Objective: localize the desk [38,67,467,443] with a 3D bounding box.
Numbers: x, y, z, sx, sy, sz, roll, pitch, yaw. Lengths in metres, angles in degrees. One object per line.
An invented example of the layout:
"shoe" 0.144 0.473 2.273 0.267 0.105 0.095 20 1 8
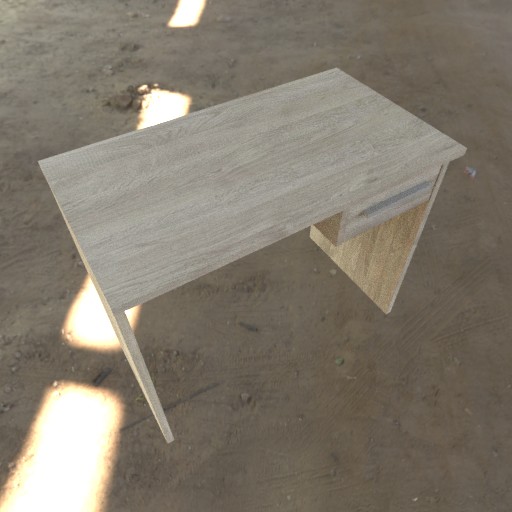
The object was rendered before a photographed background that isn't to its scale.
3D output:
"desk" 0.000 0.000 1.323 0.893 0.724 0.498 -25 53 -21
